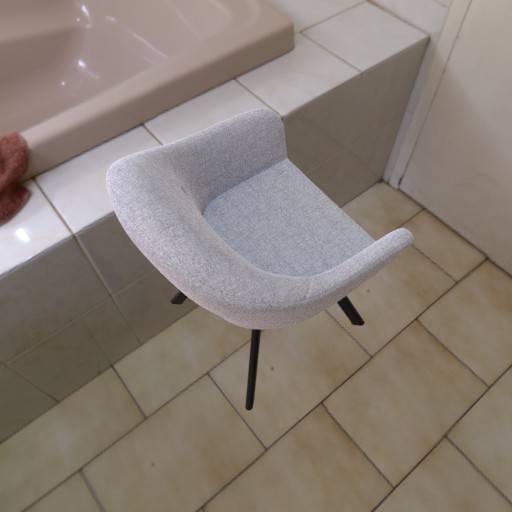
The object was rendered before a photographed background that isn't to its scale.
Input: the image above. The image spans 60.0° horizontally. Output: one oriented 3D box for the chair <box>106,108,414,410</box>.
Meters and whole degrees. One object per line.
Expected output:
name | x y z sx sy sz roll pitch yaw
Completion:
chair | 0.000 0.000 1.160 0.570 0.780 0.540 -32 63 -19
